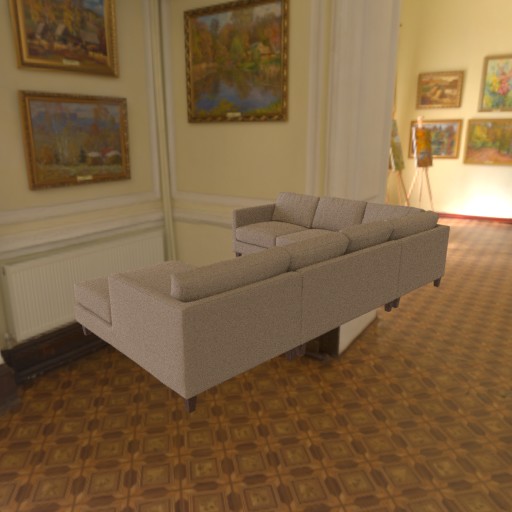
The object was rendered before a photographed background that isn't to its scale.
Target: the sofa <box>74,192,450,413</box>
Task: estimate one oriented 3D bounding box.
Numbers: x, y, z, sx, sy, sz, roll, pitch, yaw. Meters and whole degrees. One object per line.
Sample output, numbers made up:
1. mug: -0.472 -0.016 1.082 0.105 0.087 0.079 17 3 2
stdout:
1. sofa: 0.000 0.000 4.489 3.438 0.865 2.424 -14 21 -42
